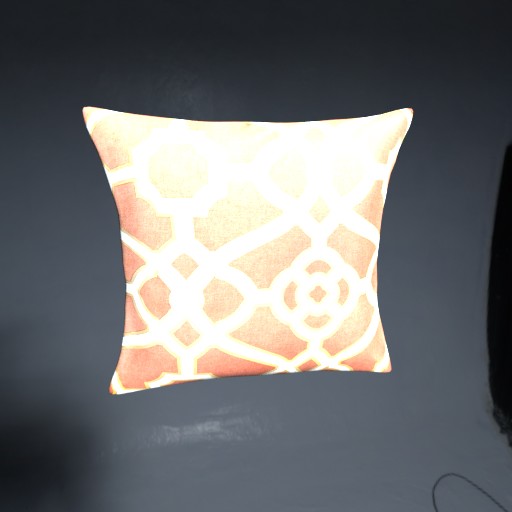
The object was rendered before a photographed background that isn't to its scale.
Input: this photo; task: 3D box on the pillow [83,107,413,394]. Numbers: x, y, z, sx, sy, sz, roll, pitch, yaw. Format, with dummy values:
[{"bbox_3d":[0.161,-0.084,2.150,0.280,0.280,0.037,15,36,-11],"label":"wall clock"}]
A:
[{"bbox_3d":[0.000,0.000,0.797,0.552,0.508,0.166,-2,16,-8],"label":"pillow"}]
